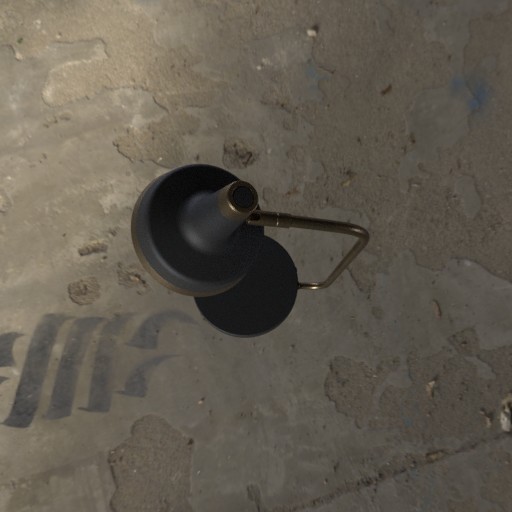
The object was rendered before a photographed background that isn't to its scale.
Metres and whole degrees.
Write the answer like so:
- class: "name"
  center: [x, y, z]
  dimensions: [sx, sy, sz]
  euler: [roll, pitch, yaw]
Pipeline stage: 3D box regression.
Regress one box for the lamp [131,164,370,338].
- class: "lamp"
  center: [0.000, 0.000, 0.498]
  dimensions: [0.218, 0.385, 0.162]
  euler: [2, 76, 1]
